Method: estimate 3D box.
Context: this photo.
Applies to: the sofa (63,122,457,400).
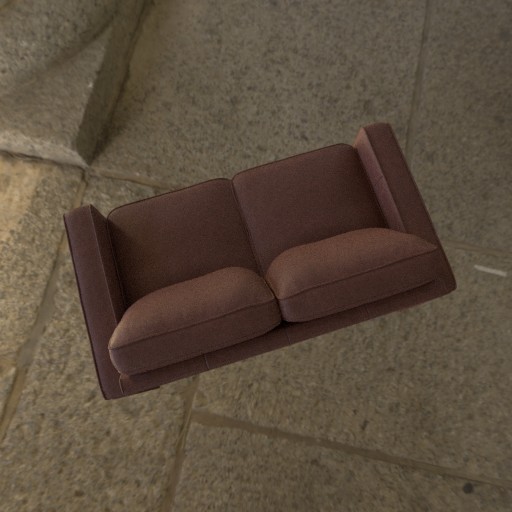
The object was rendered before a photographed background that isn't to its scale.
[{"bbox_3d":[0.000,0.000,2.239,1.709,0.918,0.947,-17,77,-4],"label":"sofa"}]
